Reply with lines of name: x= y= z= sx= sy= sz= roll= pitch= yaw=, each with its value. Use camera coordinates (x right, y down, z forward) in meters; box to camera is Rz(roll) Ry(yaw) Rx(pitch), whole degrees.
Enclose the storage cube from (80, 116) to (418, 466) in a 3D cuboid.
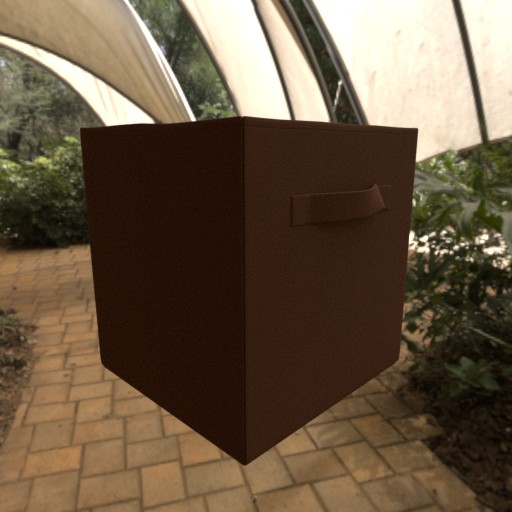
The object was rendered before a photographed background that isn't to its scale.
storage cube: x=0.000 y=0.000 z=0.502 sx=0.270 sy=0.280 sz=0.270 roll=13 pitch=19 yaw=43
